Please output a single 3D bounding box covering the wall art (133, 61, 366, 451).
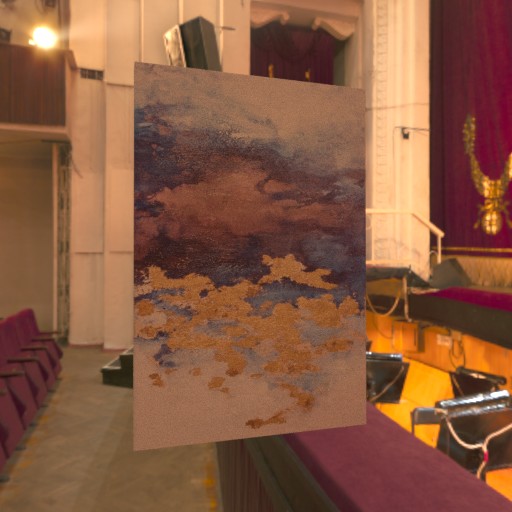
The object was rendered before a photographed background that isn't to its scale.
[{"bbox_3d":[0.000,0.000,1.096,0.583,0.874,0.048,0,0,-16],"label":"wall art"}]
